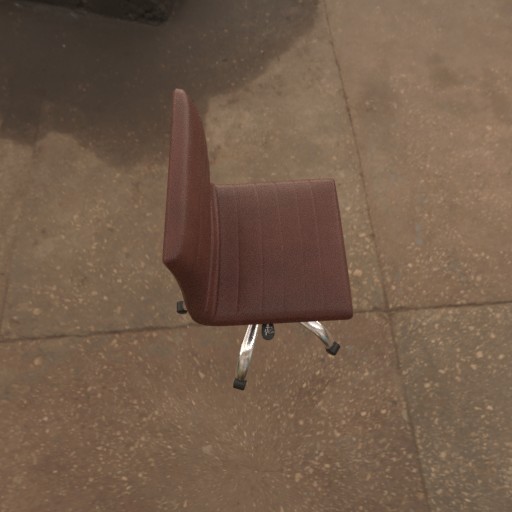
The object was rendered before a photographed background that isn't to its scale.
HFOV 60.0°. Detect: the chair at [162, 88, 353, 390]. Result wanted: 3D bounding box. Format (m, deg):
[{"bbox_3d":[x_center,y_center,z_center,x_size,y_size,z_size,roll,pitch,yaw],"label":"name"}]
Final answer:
[{"bbox_3d":[0.000,0.000,1.151,0.530,0.780,0.556,-2,64,-1],"label":"chair"}]
